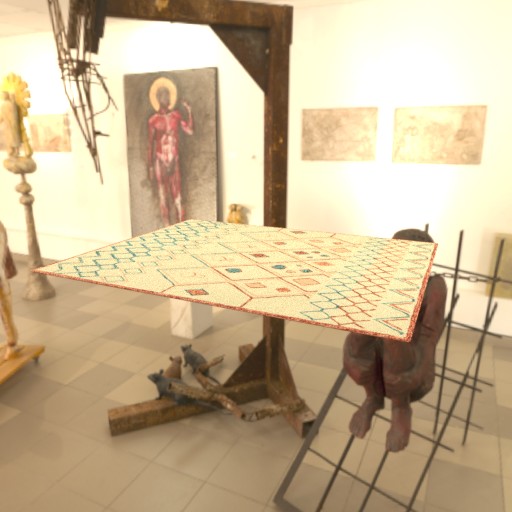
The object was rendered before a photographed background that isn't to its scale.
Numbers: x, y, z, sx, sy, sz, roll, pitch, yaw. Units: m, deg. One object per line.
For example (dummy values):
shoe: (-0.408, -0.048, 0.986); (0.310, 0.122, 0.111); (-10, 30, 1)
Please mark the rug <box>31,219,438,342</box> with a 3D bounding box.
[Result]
rug: (0.000, 0.000, 4.172); (3.050, 0.016, 2.441); (7, 18, 24)
